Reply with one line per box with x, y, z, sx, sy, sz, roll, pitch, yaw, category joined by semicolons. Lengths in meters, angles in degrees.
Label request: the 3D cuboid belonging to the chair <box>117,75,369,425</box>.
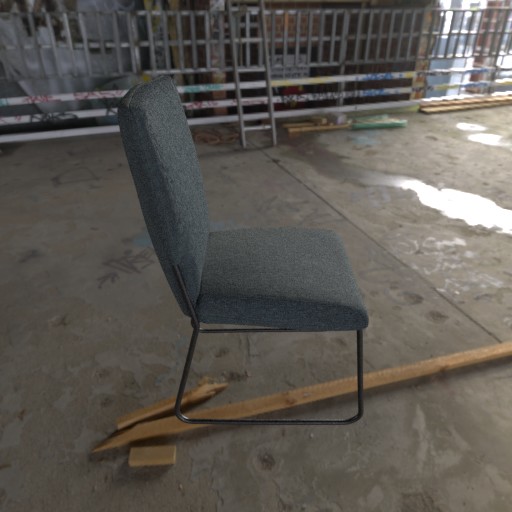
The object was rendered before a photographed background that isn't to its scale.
0.000;0.000;1.287;0.635;0.931;0.480;0;31;0;chair
